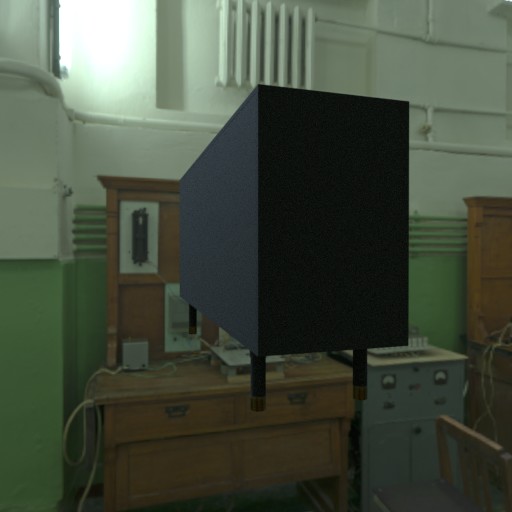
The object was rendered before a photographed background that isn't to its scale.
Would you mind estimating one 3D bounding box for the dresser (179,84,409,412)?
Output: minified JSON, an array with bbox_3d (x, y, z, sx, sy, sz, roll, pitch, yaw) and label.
[{"bbox_3d":[0.000,0.000,1.918,0.463,0.872,1.558,0,1,-17],"label":"dresser"}]
